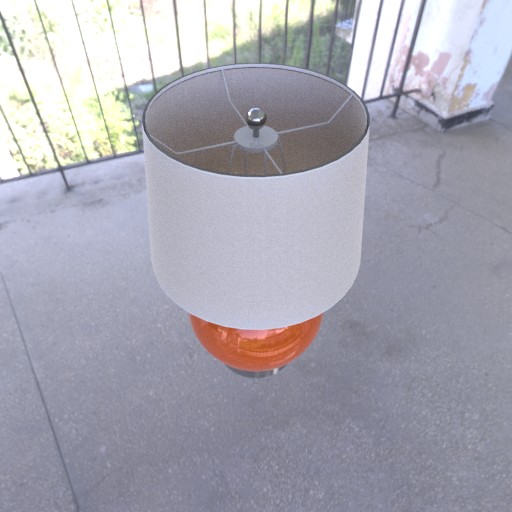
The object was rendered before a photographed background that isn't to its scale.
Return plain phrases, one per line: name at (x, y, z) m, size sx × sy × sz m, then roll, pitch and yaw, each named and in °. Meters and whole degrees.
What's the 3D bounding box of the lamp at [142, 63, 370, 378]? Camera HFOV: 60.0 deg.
lamp at (0.000, 0.000, 0.544) m, size 0.247 × 0.387 × 0.247 m, roll 0°, pitch 46°, yaw 0°
